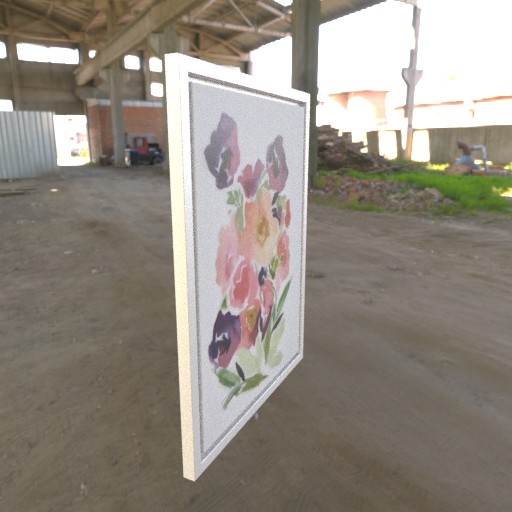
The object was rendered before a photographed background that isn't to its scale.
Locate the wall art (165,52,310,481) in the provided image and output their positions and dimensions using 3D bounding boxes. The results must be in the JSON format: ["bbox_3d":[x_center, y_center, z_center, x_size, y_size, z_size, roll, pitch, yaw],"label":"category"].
[{"bbox_3d":[0.000,0.000,1.412,0.042,1.056,0.805,7,15,26],"label":"wall art"}]
